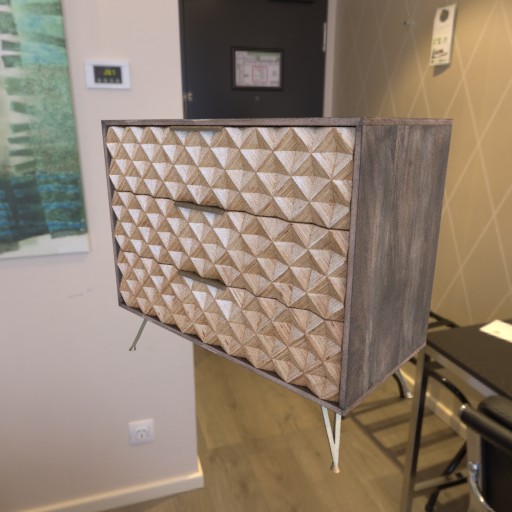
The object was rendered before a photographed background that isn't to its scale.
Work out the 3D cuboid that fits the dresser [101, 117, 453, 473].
[{"bbox_3d":[0.000,0.000,1.362,0.923,0.801,0.453,15,22,40],"label":"dresser"}]
